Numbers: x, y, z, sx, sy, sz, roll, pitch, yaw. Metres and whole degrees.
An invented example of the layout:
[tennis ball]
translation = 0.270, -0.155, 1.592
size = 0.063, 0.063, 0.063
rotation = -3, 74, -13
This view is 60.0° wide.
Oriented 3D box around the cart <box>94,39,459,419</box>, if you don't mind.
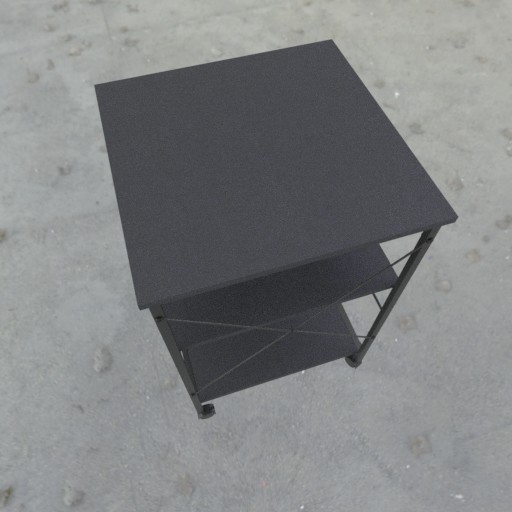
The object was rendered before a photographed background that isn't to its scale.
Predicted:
[cart]
translation = 0.000, 0.000, 1.126
size = 0.521, 0.762, 0.520
rotation = -15, 59, -9
